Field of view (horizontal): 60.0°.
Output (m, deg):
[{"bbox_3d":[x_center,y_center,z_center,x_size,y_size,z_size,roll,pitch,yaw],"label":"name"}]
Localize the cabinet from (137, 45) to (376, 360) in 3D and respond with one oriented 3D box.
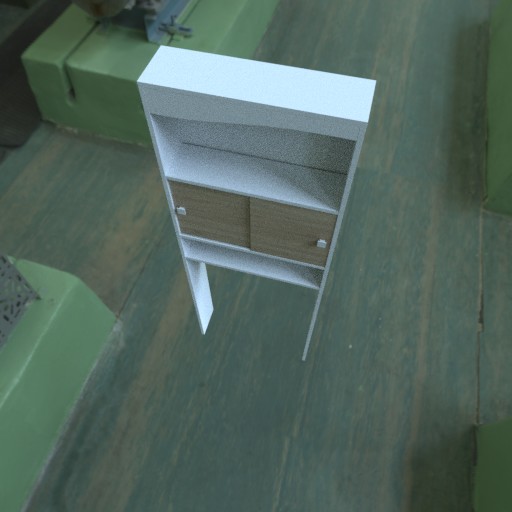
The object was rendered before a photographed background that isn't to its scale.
[{"bbox_3d":[0.000,0.000,1.972,0.643,1.770,0.192,13,58,8],"label":"cabinet"}]
